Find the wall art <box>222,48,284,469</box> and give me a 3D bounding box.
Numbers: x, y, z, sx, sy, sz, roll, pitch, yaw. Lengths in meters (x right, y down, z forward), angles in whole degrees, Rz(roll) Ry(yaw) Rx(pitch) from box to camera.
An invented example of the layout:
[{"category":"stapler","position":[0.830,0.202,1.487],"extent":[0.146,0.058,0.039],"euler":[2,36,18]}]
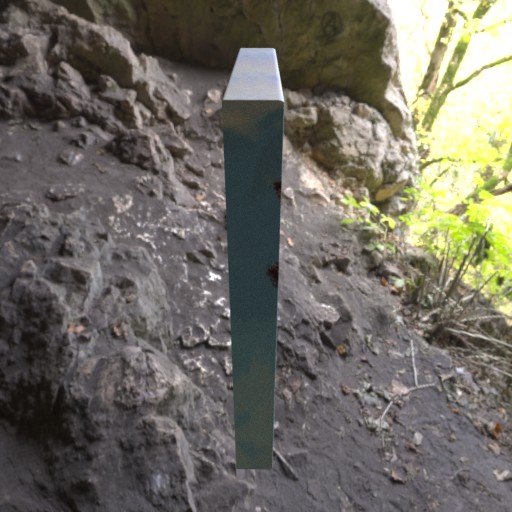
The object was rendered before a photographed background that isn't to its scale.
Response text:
[{"category":"wall art","position":[0.000,0.000,0.478],"extent":[0.039,0.380,0.251],"euler":[0,32,1]}]
